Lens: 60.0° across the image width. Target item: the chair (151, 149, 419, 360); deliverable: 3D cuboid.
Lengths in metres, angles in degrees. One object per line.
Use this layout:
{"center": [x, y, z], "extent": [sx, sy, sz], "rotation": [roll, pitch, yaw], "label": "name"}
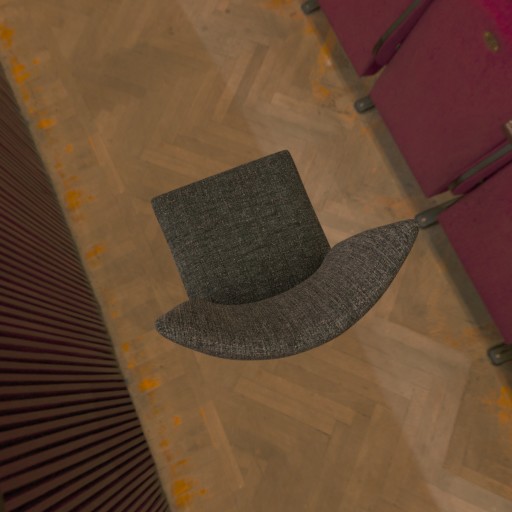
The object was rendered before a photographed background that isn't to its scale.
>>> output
{"center": [0.000, 0.000, 1.300], "extent": [0.535, 0.924, 0.623], "rotation": [-21, 76, -6], "label": "chair"}
